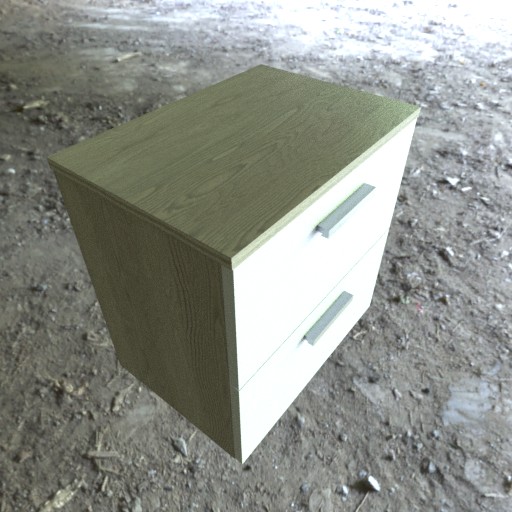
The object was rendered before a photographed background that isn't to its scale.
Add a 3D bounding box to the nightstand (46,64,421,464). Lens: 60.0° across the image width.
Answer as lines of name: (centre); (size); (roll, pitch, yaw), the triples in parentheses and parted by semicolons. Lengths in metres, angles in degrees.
nightstand: (0.000, 0.000, 0.766); (0.325, 0.461, 0.442); (28, 48, 28)
